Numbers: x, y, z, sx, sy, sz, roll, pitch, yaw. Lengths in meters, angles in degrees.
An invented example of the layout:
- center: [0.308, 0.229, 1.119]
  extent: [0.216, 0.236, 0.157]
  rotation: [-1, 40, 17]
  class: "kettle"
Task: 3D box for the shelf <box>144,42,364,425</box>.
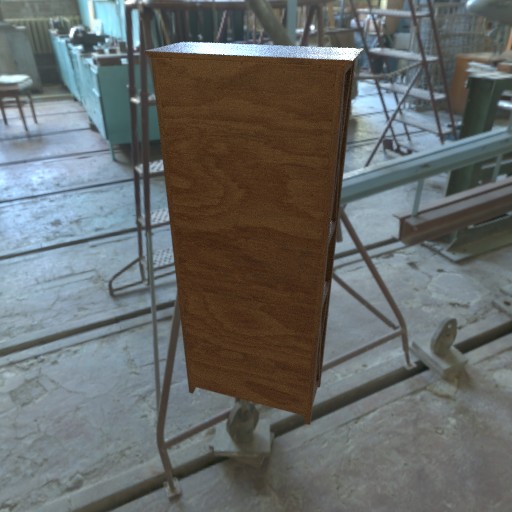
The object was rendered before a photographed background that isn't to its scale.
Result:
- center: [0.000, 0.000, 2.244]
  extent: [0.805, 1.905, 0.335]
  rotation: [10, 33, 15]
  class: "shelf"
